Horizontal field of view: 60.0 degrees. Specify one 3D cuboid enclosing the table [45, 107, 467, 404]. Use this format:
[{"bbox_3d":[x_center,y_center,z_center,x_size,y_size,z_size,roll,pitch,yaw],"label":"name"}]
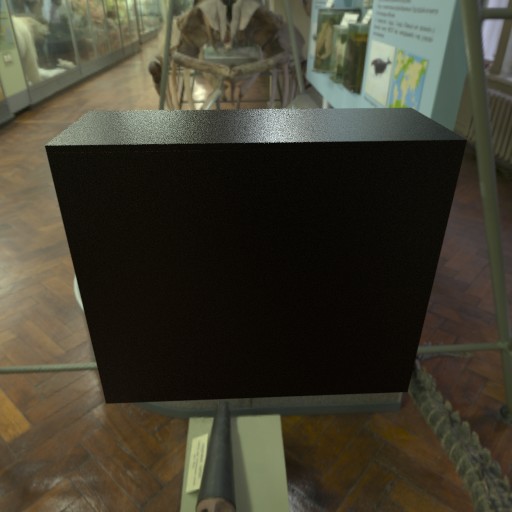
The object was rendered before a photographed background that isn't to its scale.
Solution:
[{"bbox_3d":[0.000,0.000,1.335,0.930,0.790,0.380,-1,30,-3],"label":"table"}]
